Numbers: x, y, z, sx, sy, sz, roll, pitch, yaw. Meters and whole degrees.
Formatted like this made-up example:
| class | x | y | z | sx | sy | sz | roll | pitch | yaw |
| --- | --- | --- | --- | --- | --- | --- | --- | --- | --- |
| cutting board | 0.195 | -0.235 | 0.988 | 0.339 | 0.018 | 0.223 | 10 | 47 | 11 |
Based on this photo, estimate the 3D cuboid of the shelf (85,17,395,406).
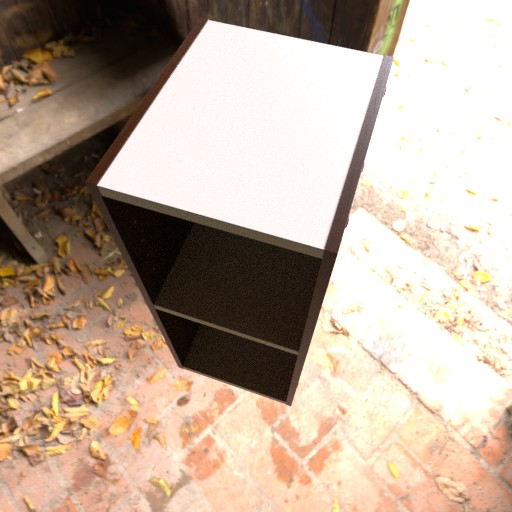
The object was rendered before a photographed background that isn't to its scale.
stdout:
| class | x | y | z | sx | sy | sz | roll | pitch | yaw |
| --- | --- | --- | --- | --- | --- | --- | --- | --- | --- |
| shelf | 0.000 | 0.000 | 0.735 | 0.253 | 0.600 | 0.290 | 16 | 60 | 10 |
